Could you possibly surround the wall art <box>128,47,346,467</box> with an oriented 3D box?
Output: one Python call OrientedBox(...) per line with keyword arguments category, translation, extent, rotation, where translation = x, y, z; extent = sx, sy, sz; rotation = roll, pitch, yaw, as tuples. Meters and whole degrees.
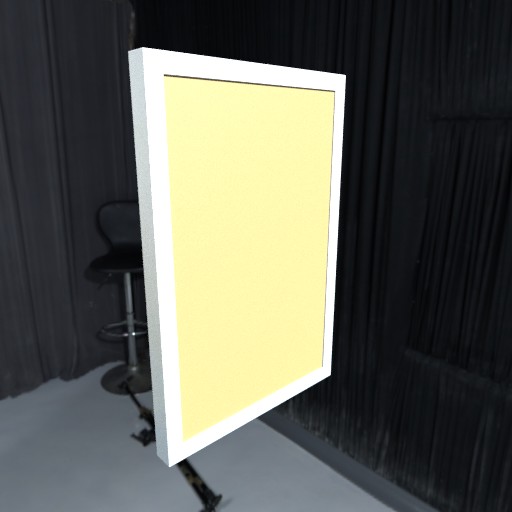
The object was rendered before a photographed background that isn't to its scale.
OrientedBox(category="wall art", translation=(0.000, 0.000, 0.766), extent=(0.408, 0.611, 0.038), rotation=(-14, 21, -41))
